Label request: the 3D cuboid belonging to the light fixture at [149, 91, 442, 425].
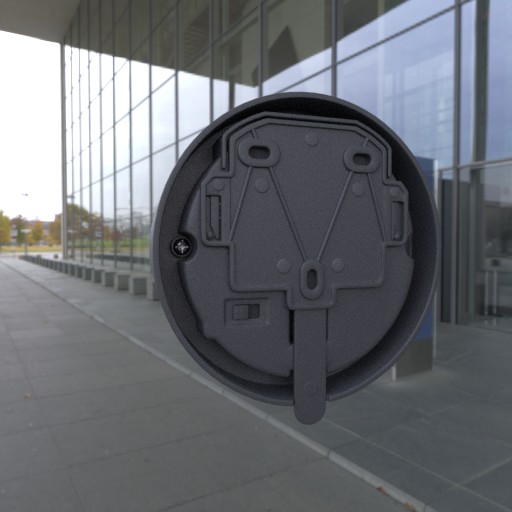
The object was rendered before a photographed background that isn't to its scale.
[{"bbox_3d":[0.000,0.000,0.265,0.134,0.143,0.160,-1,2,-18],"label":"light fixture"}]
